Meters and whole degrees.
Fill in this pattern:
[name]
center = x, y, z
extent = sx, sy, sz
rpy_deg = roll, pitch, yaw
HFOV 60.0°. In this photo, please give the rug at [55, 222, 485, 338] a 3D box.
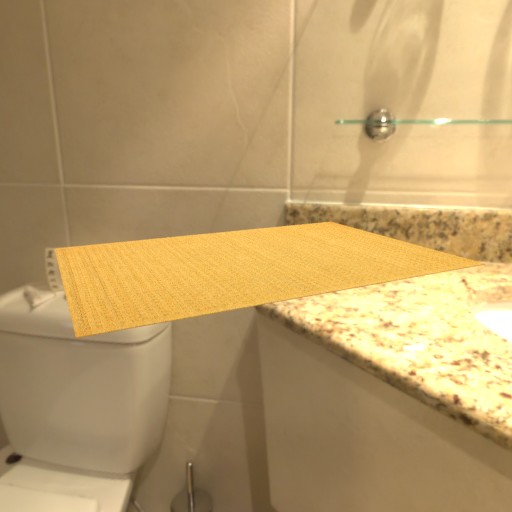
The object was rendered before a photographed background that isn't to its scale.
[rug]
center = 0.000, 0.000, 3.589
extent = 2.895, 0.006, 1.981
rpy_deg = -7, 16, -25
